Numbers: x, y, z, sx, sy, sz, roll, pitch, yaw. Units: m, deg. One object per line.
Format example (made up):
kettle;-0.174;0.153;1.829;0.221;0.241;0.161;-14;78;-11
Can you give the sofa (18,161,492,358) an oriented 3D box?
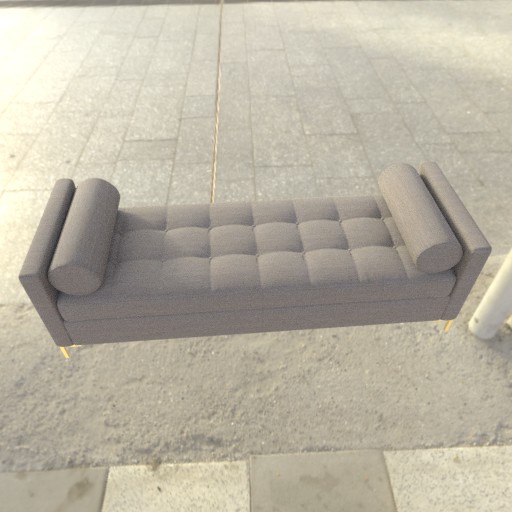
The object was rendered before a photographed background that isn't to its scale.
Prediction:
sofa;0.000;0.000;2.280;1.981;0.635;0.686;-3;45;-3
